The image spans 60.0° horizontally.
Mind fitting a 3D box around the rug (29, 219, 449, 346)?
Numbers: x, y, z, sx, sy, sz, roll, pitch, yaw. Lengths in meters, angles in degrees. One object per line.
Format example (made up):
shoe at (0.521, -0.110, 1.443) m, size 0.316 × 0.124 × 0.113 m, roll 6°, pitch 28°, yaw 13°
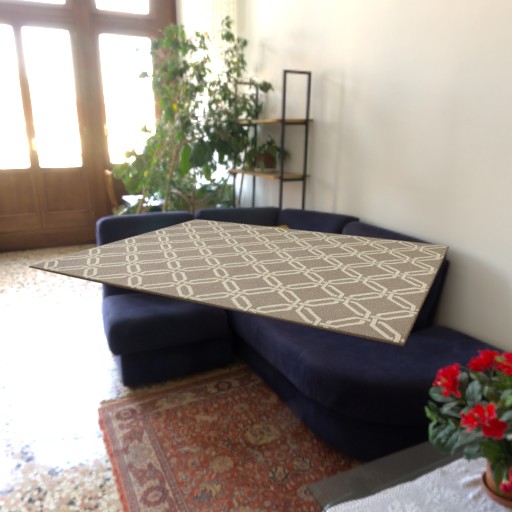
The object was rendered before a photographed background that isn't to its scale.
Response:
rug at (0.000, 0.000, 3.847) m, size 2.895 × 0.018 × 2.288 m, roll 8°, pitch 17°, yaw 27°
